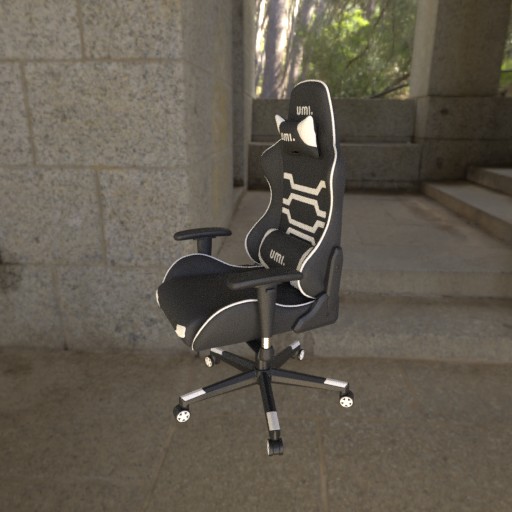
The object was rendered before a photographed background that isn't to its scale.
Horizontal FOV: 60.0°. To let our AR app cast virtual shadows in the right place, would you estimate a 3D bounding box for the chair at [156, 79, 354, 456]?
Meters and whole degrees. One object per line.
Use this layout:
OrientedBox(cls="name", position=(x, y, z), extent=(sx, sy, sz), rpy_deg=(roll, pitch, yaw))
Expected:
OrientedBox(cls="chair", position=(0.000, 0.000, 1.658), extent=(0.700, 1.240, 0.700), rpy_deg=(-8, 19, -24))
